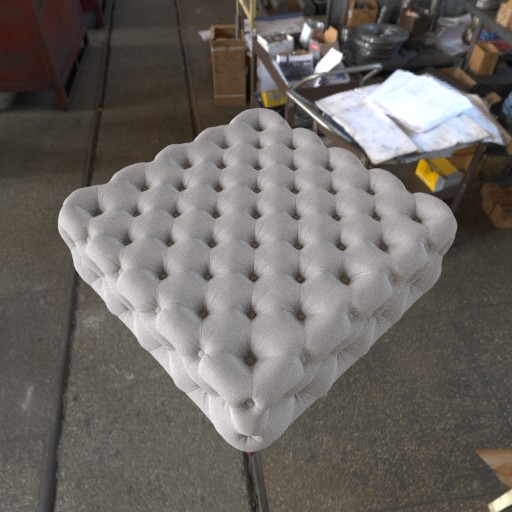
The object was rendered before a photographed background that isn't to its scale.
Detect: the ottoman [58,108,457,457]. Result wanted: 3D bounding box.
[{"bbox_3d":[0.000,0.000,1.206,0.758,0.365,0.764,-35,56,-28],"label":"ottoman"}]
